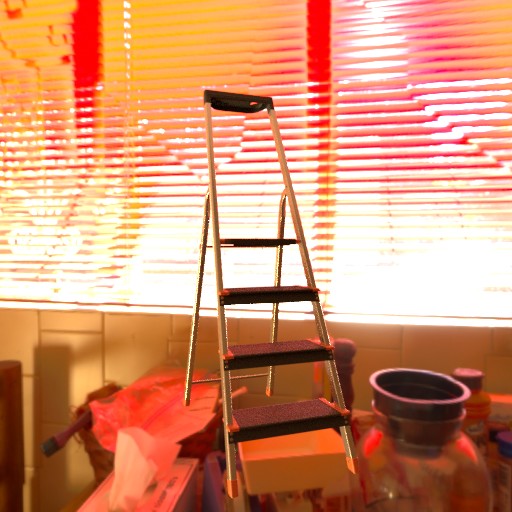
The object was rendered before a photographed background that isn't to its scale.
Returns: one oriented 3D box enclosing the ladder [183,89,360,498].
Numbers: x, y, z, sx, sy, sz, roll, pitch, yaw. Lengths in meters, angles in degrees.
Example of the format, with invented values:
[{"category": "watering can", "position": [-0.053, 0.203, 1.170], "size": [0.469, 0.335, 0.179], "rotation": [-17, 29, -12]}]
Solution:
[{"category": "ladder", "position": [0.000, 0.000, 1.776], "size": [0.452, 1.429, 0.834], "rotation": [-1, 2, -19]}]
